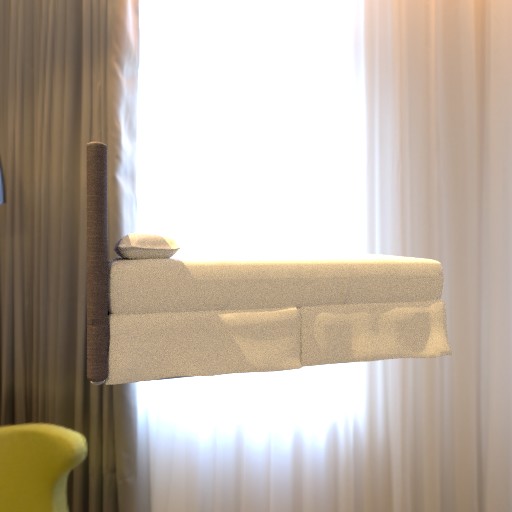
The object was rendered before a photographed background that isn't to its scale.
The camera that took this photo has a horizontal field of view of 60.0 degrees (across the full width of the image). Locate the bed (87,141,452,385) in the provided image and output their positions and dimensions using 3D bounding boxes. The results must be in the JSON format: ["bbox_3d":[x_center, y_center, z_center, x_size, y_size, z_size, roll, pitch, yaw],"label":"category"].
[{"bbox_3d":[0.000,0.000,3.596,2.507,1.441,1.741,0,1,-19],"label":"bed"}]
